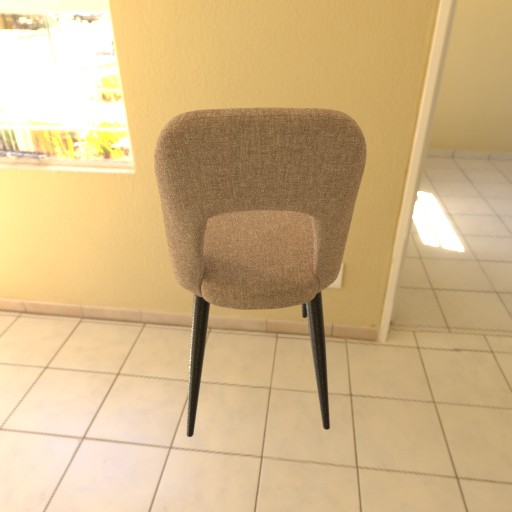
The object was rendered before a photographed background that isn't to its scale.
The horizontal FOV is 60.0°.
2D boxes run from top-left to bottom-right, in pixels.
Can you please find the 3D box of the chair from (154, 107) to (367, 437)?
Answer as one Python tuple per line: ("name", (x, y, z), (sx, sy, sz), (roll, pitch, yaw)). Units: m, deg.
("chair", (0.000, 0.000, 1.256), (0.470, 0.931, 0.612), (-1, 31, -2))
